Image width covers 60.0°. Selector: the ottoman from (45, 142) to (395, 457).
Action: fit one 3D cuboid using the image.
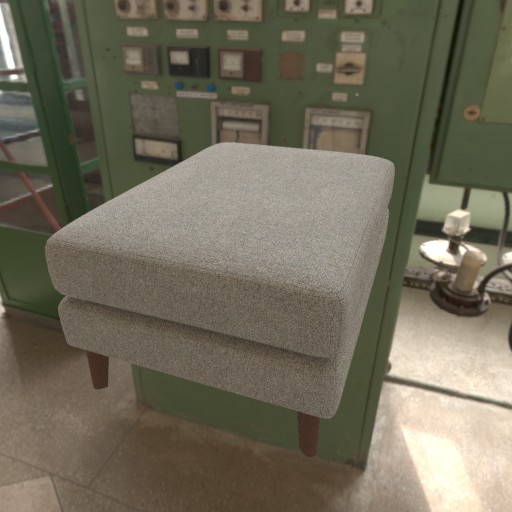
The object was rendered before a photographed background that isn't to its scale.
[{"bbox_3d":[0.000,0.000,1.186,0.611,0.441,0.821,10,30,18],"label":"ottoman"}]
